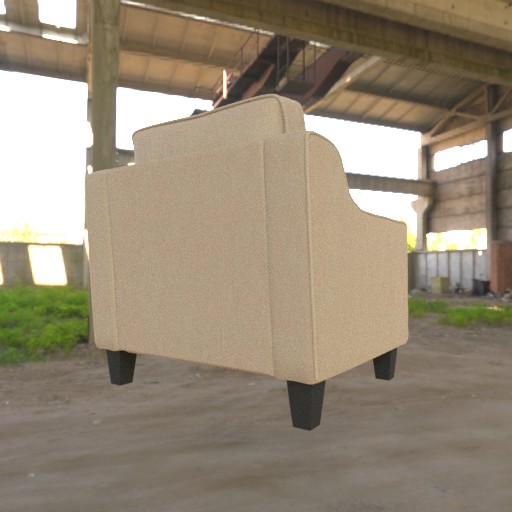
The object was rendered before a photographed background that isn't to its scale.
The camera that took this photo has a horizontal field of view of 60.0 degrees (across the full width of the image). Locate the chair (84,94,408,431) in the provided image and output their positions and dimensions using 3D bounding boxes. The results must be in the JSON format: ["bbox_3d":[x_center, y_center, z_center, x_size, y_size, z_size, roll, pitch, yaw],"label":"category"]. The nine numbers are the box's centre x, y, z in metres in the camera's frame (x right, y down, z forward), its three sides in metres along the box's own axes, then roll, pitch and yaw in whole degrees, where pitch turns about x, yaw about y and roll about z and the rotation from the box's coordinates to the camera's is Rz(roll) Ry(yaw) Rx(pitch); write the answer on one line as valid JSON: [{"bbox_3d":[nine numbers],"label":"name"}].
[{"bbox_3d":[0.000,0.000,1.699,0.922,0.948,0.882,-1,-2,35],"label":"chair"}]
